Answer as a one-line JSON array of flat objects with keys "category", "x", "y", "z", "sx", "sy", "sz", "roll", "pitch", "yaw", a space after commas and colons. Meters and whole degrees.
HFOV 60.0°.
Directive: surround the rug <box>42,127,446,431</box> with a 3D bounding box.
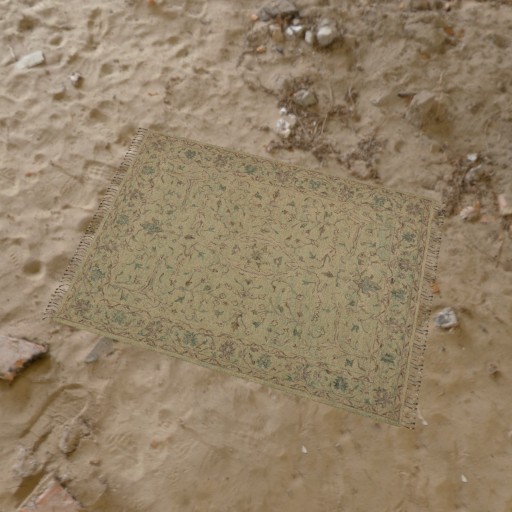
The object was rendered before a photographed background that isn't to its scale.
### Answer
[{"category": "rug", "x": 0.000, "y": 0.000, "z": 2.280, "sx": 1.802, "sy": 0.008, "sz": 1.247, "roll": 15, "pitch": 66, "yaw": 7}]
